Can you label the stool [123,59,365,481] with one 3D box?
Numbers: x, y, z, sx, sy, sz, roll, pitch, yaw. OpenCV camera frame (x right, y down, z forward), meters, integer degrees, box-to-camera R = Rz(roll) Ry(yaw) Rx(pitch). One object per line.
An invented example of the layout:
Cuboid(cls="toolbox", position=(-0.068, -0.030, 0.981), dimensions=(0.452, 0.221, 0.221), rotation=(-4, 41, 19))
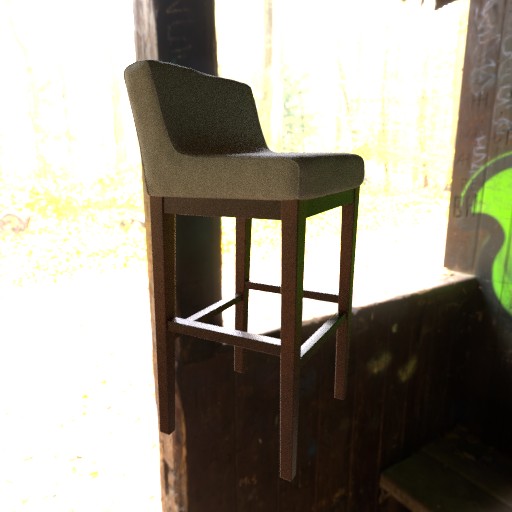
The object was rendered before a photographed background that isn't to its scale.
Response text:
Cuboid(cls="stool", position=(0.000, 0.000, 1.300), dimensions=(0.500, 1.037, 0.511), rotation=(7, 15, 28))
